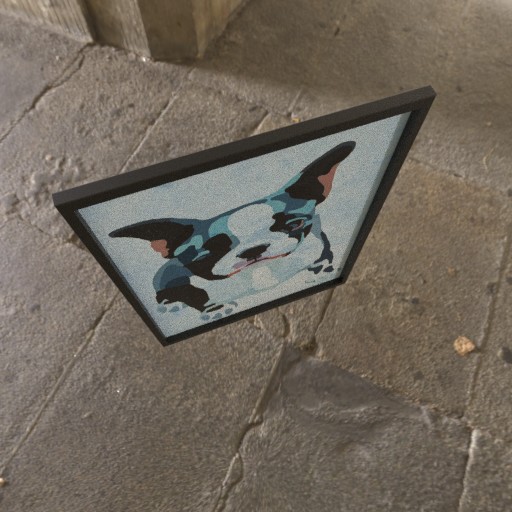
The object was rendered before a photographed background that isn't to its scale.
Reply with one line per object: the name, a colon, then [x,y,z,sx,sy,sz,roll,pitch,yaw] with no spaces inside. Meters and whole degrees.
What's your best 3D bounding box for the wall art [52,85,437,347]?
wall art: [0.000,0.000,1.314,0.774,1.027,0.030,-18,66,-9]
